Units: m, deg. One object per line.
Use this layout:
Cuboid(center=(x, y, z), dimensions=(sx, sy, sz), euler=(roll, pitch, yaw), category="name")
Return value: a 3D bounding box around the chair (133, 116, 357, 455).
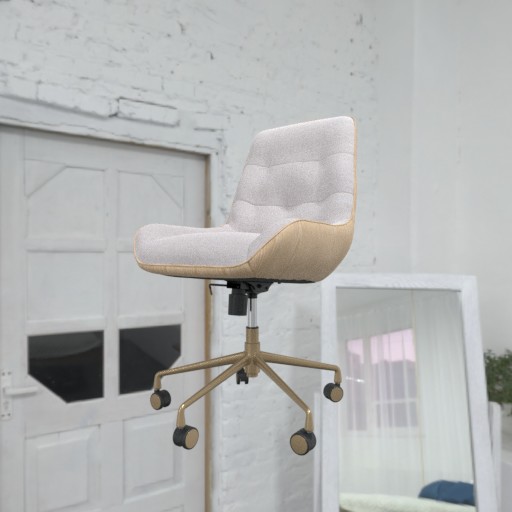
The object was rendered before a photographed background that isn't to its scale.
Cuboid(center=(0.000, 0.000, 1.354), dimensions=(0.564, 0.952, 0.668), euler=(1, 1, 36), category="chair")
